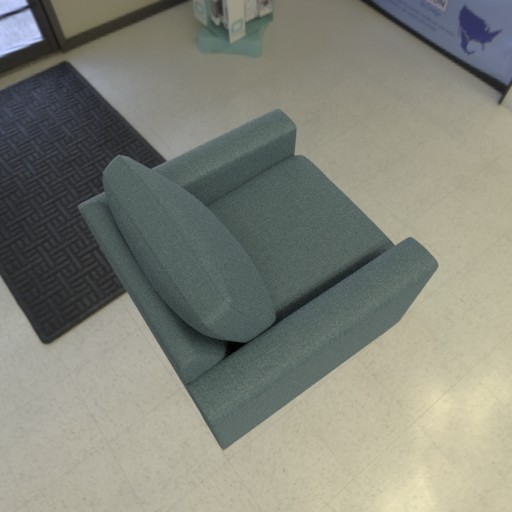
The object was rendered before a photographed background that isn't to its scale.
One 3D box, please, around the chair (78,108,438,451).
[{"bbox_3d":[0.000,0.000,1.866,1.038,1.010,1.024,-31,64,-17],"label":"chair"}]
